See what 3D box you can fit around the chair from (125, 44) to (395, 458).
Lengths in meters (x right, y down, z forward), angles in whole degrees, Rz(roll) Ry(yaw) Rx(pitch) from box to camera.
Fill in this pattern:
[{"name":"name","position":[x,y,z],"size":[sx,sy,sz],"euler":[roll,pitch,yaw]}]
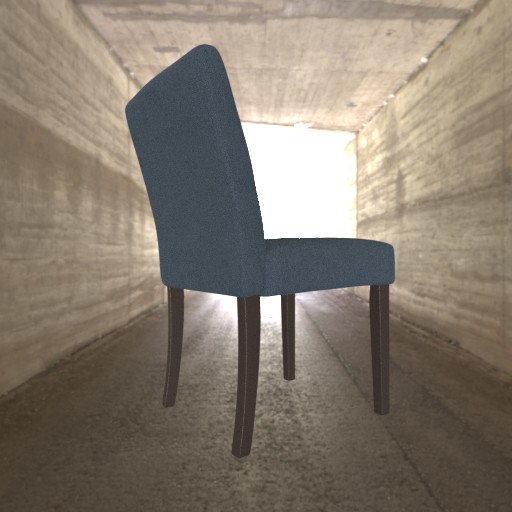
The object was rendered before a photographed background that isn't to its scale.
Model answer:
[{"name":"chair","position":[0.000,0.000,1.240],"size":[0.629,0.882,0.487],"euler":[0,0,-35]}]
